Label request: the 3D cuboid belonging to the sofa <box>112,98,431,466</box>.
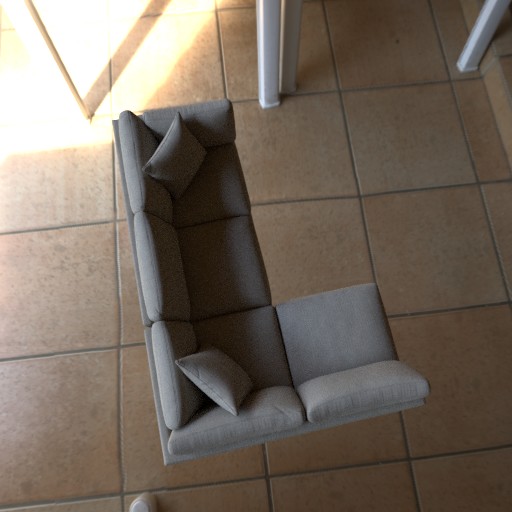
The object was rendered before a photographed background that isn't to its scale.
[{"bbox_3d":[0.000,0.000,3.801,1.994,0.978,2.896,-12,75,-3],"label":"sofa"}]
